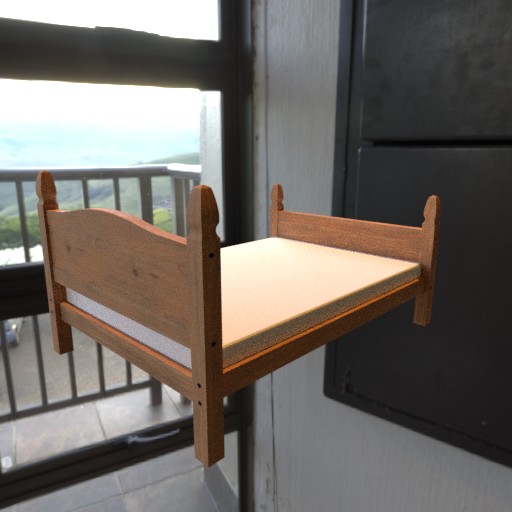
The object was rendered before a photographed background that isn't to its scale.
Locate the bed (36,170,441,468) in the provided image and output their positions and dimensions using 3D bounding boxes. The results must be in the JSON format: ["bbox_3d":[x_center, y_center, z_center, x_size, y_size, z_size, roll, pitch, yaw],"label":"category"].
[{"bbox_3d":[0.000,0.000,2.835,1.490,1.100,2.069,13,19,43],"label":"bed"}]
